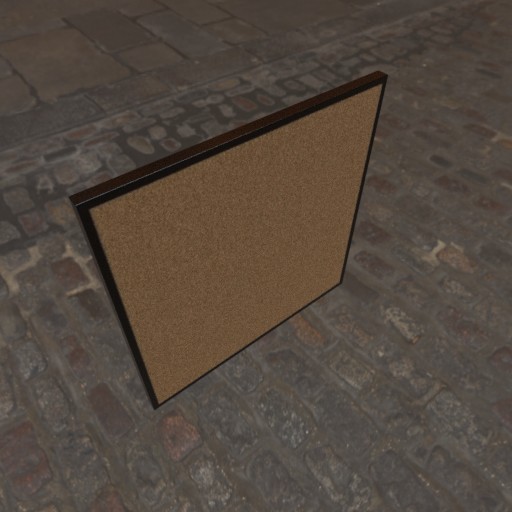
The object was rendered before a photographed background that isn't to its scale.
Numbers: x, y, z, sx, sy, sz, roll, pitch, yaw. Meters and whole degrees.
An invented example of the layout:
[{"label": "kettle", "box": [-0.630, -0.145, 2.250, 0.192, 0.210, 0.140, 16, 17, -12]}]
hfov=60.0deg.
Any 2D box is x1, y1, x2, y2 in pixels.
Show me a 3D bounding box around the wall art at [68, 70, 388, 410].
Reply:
[{"label": "wall art", "box": [0.000, 0.000, 0.531, 0.349, 0.349, 0.014, -30, 53, -25]}]
